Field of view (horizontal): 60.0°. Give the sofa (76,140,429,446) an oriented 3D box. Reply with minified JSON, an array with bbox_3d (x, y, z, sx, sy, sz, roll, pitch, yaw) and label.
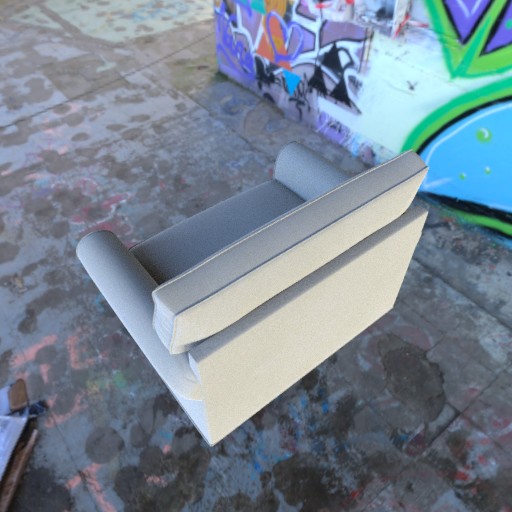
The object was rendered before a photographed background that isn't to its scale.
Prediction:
[{"bbox_3d":[0.000,0.000,2.162,1.405,1.006,0.937,-30,54,-25],"label":"sofa"}]
